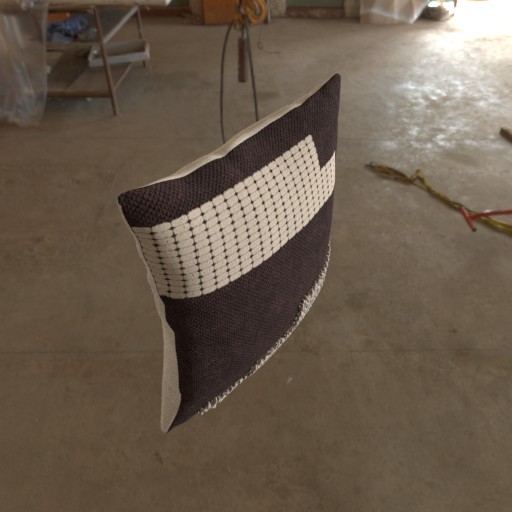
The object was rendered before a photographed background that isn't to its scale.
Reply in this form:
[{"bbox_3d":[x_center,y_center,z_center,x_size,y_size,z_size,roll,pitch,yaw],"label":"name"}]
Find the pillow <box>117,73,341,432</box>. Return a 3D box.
[{"bbox_3d":[0.000,0.000,0.722,0.178,0.473,0.475,25,46,27],"label":"pillow"}]
